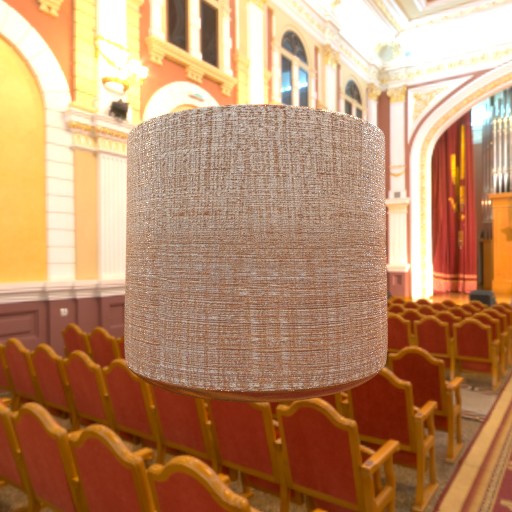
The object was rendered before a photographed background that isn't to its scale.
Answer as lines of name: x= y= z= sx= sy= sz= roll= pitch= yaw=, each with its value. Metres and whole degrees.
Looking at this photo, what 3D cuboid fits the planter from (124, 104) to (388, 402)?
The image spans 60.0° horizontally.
planter: x=0.000 y=0.000 z=0.312 sx=0.177 sy=0.157 sz=0.177 roll=0 pitch=0 yaw=0
